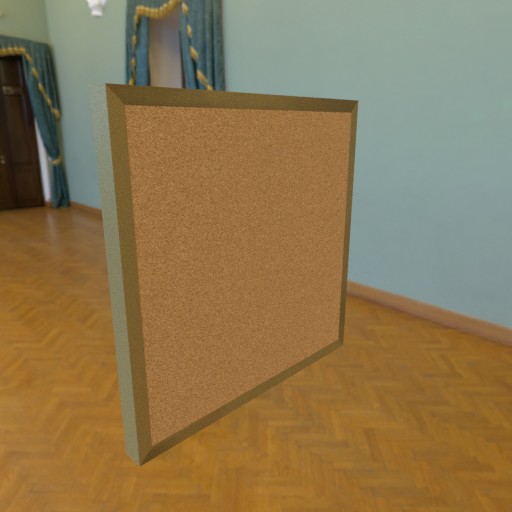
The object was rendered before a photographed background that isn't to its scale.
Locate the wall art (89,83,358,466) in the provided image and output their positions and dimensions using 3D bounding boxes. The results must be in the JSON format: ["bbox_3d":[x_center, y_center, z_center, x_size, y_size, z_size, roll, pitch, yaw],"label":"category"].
[{"bbox_3d":[0.000,0.000,0.742,0.038,0.508,0.507,16,23,42],"label":"wall art"}]
